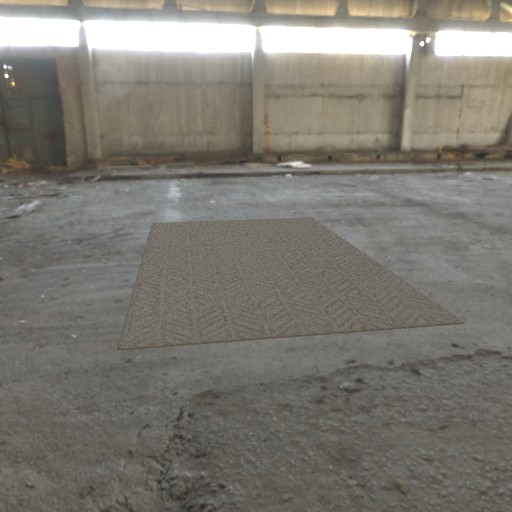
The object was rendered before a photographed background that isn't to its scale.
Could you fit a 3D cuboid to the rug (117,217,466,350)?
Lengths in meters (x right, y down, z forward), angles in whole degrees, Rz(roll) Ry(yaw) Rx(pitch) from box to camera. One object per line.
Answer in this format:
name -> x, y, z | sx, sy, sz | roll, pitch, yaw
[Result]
rug -> 0.000, 0.000, 3.020 | 1.523, 0.008, 2.438 | -3, 16, -9
